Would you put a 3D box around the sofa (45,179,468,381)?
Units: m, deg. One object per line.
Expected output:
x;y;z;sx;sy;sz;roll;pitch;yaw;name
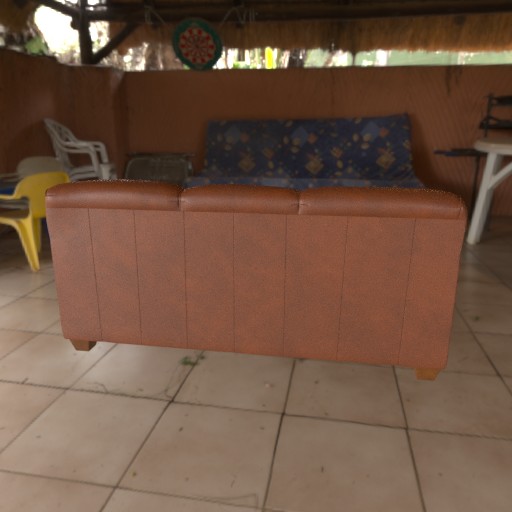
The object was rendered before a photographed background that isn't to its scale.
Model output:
0.000;0.000;2.621;2.039;0.953;1.008;3;16;9;sofa
